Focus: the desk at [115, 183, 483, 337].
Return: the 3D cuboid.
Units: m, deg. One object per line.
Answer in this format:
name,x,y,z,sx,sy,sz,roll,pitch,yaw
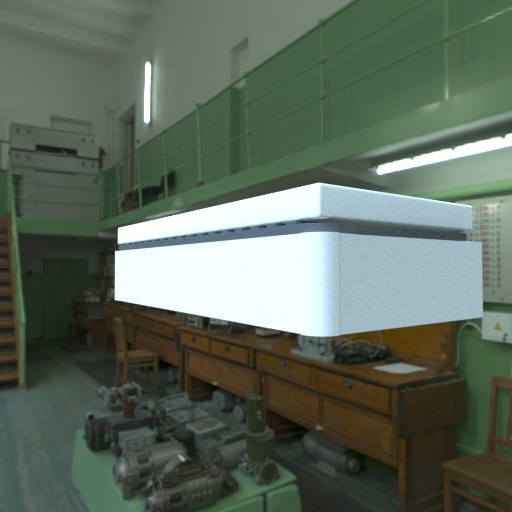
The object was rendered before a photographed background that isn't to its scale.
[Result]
desk,0.000,0.000,2.307,0.900,0.526,1.900,1,-2,-35
